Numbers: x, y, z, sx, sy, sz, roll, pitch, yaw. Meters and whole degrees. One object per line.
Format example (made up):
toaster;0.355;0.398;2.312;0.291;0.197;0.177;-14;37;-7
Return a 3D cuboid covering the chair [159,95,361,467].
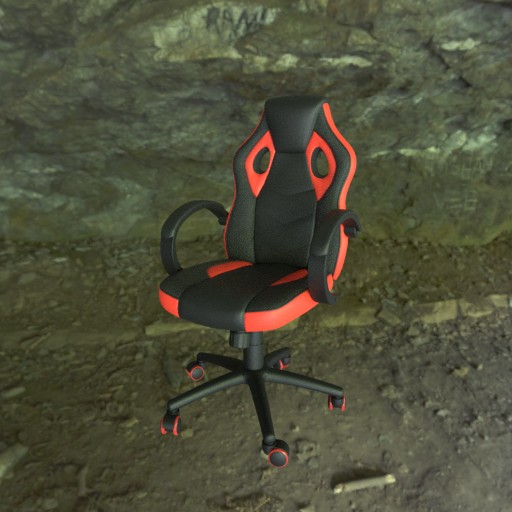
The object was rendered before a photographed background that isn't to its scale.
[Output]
chair;0.000;0.000;1.414;0.600;1.016;0.642;7;16;26
